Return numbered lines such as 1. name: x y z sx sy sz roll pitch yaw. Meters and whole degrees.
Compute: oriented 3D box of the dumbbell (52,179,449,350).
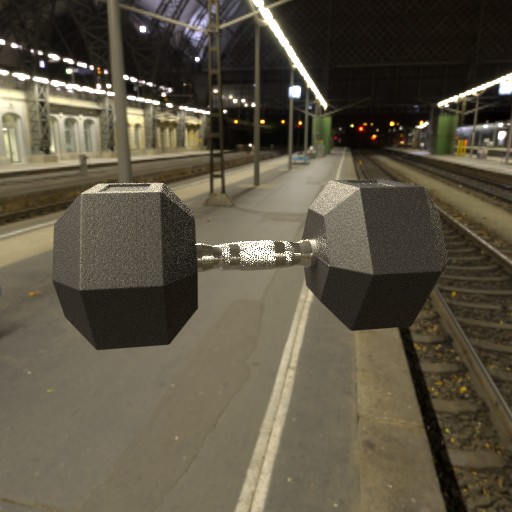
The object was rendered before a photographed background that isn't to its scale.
1. dumbbell: 0.000 0.000 0.334 0.271 0.106 0.122 -3 15 -10
